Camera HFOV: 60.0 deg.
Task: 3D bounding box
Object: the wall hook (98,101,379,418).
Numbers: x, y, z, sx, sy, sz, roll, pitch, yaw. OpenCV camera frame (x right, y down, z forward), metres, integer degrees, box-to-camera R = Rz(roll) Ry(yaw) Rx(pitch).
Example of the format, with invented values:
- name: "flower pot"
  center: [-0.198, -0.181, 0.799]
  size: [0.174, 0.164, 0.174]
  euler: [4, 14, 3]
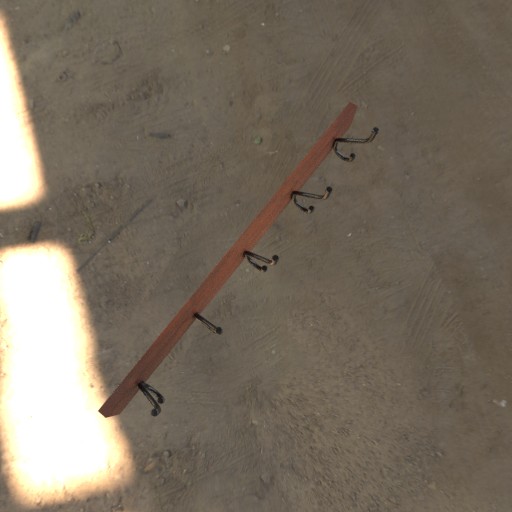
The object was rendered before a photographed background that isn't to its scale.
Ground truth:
- name: "wall hook"
  center: [0.000, 0.000, 0.621]
  size: [0.071, 0.117, 0.571]
  euler: [36, 78, 9]
